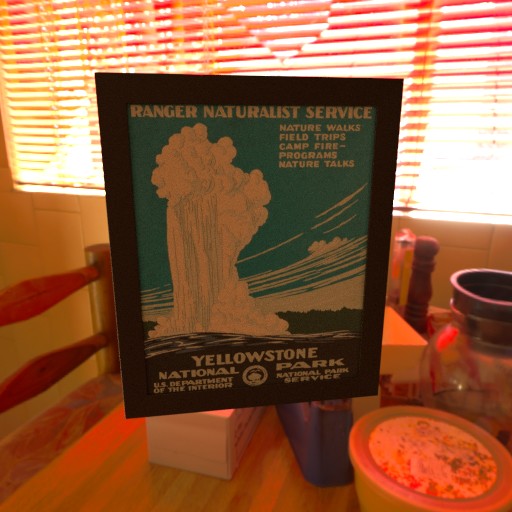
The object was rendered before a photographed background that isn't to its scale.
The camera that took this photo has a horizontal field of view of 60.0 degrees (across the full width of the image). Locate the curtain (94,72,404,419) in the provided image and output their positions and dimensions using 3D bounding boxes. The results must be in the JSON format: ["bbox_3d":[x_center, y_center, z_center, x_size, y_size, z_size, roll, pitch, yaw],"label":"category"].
[{"bbox_3d":[0.000,0.000,0.774,0.483,0.585,0.027,-2,16,-9],"label":"curtain"}]
